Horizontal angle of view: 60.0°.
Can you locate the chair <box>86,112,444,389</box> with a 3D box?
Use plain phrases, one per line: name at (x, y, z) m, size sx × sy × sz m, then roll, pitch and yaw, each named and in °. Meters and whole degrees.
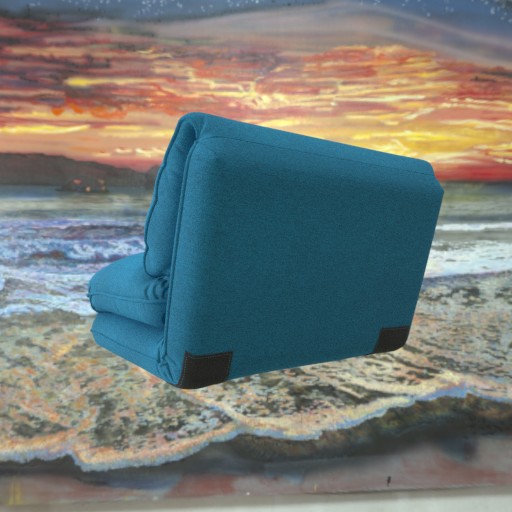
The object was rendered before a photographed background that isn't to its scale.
chair at (0.000, 0.000, 1.335) m, size 0.820 × 0.580 × 0.780 m, roll 0°, pitch 0°, yaw -36°
